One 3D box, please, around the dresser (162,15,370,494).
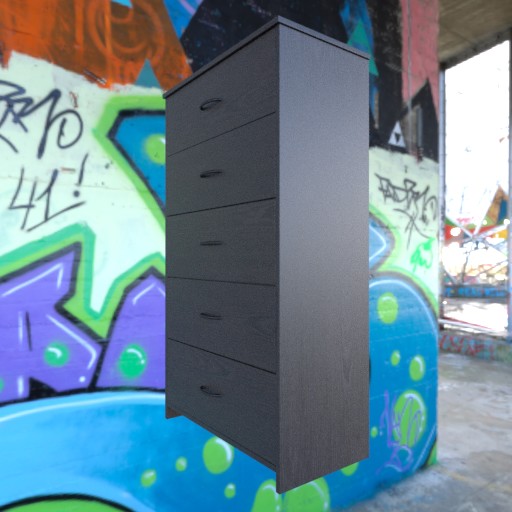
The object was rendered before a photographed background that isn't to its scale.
[{"bbox_3d":[0.000,0.000,1.549,0.418,1.254,0.704,0,0,-37],"label":"dresser"}]
